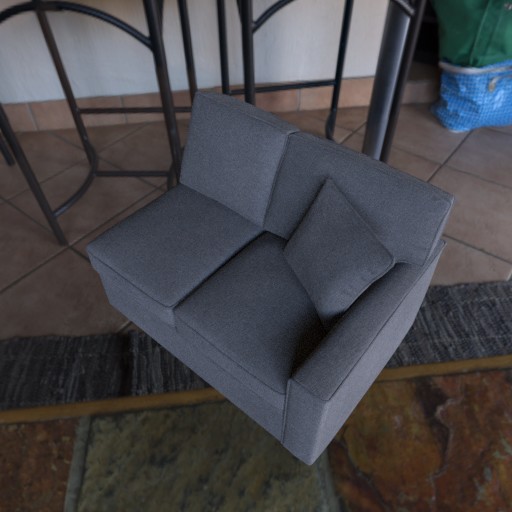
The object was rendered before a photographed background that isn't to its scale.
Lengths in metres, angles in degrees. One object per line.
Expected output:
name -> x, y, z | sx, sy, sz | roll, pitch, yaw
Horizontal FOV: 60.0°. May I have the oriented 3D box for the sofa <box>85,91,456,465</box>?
sofa -> 0.000, 0.000, 2.081 | 1.388, 0.989, 0.991 | 31, 53, 27
